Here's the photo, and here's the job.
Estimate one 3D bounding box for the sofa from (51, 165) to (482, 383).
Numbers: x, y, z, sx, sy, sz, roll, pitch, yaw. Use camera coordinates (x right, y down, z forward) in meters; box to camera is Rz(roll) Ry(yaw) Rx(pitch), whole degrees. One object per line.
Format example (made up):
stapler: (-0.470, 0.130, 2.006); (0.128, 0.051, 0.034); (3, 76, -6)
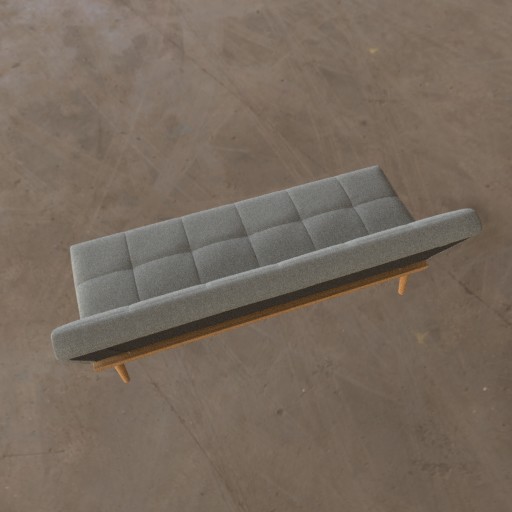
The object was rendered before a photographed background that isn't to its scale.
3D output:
sofa: (0.000, 0.000, 2.237); (1.820, 0.800, 0.800); (-16, 60, -10)
